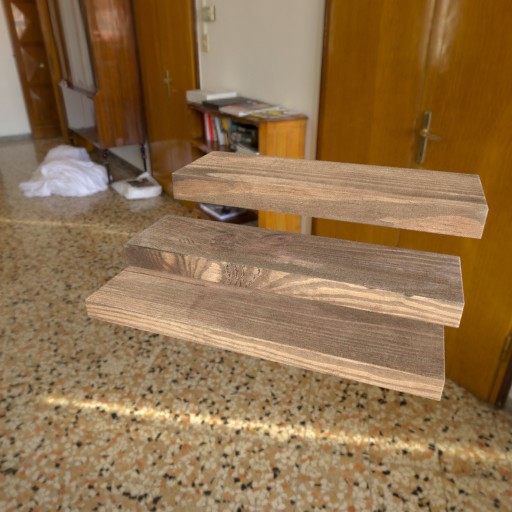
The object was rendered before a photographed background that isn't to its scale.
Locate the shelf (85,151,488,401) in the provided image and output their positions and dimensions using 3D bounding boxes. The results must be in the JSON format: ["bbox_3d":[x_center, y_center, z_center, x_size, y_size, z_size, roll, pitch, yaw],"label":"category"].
[{"bbox_3d":[0.000,0.000,0.717,0.610,0.293,0.140,9,28,18],"label":"shelf"}]
